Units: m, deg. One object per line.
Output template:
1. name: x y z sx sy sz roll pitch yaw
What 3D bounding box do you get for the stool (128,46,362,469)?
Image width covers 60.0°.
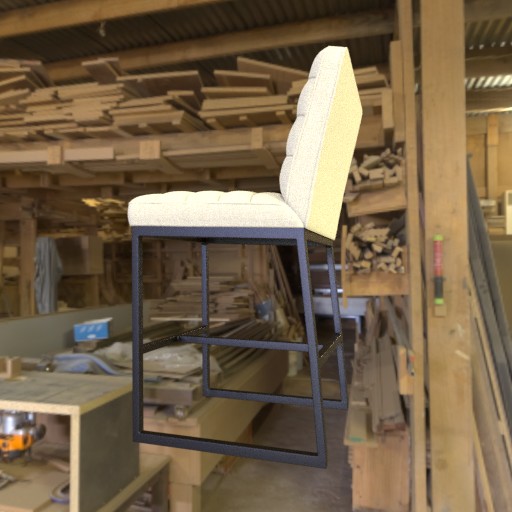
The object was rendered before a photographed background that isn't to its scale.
1. stool: 0.000 0.000 1.253 0.560 0.940 0.460 0 -2 18
